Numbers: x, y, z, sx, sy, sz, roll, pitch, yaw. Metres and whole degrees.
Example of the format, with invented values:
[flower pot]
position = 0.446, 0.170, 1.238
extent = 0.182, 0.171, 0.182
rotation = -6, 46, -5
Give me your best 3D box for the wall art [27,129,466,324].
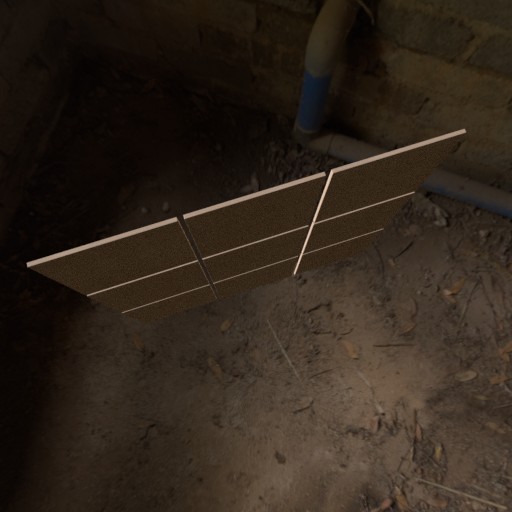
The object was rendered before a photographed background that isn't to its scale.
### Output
[wall art]
position = 0.000, 0.000, 1.759
extent = 1.219, 1.218, 0.013
rotation = -18, 75, -5
